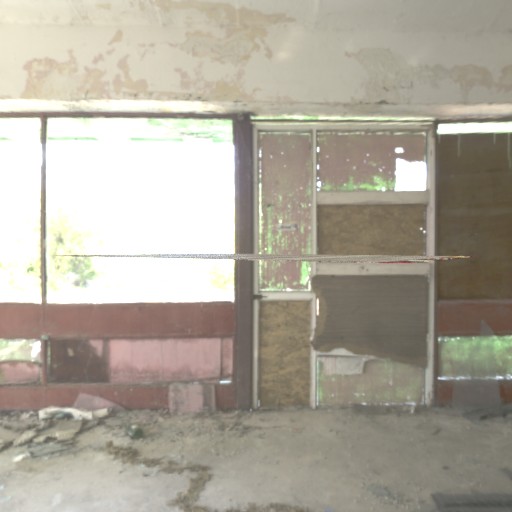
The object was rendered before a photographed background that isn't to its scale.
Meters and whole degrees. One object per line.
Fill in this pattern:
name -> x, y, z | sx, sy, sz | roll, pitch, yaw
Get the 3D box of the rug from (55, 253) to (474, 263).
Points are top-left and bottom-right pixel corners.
rug -> 0.000, 0.000, 2.967 | 2.465, 0.012, 1.465 | 1, 1, 35
